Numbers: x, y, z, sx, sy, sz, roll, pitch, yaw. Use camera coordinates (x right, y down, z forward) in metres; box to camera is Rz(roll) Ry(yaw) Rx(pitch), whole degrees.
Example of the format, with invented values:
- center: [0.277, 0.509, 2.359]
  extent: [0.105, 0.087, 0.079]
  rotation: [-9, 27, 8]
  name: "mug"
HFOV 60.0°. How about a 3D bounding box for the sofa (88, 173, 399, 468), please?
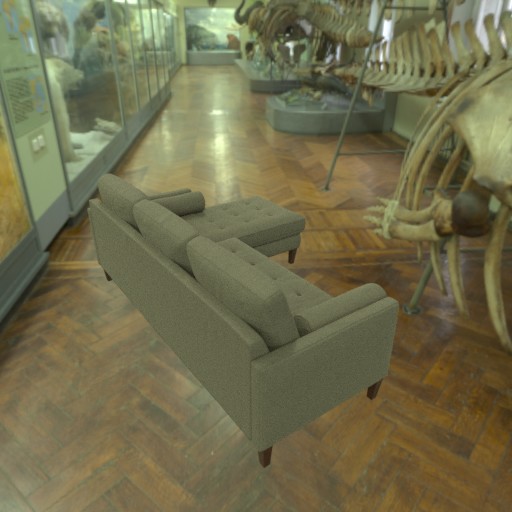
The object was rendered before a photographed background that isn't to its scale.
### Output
- center: [0.000, 0.000, 2.927]
  extent: [1.506, 0.875, 2.178]
  rotation: [-18, 32, -31]
  name: "sofa"
